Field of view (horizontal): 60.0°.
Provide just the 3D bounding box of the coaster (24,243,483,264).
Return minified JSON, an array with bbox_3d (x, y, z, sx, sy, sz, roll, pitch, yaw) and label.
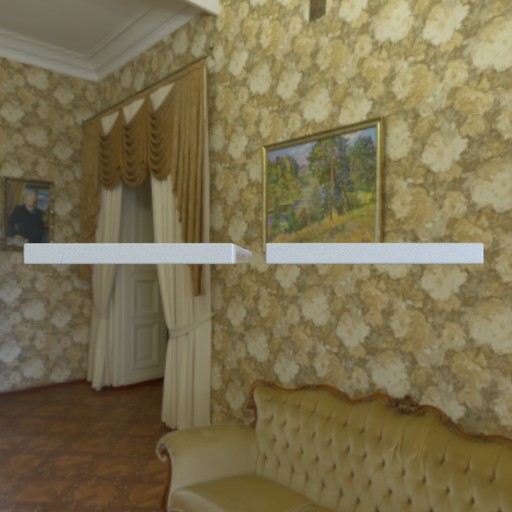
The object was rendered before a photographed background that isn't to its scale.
[{"bbox_3d":[0.000,0.000,0.317,0.219,0.010,0.214,0,-1,2],"label":"coaster"}]
